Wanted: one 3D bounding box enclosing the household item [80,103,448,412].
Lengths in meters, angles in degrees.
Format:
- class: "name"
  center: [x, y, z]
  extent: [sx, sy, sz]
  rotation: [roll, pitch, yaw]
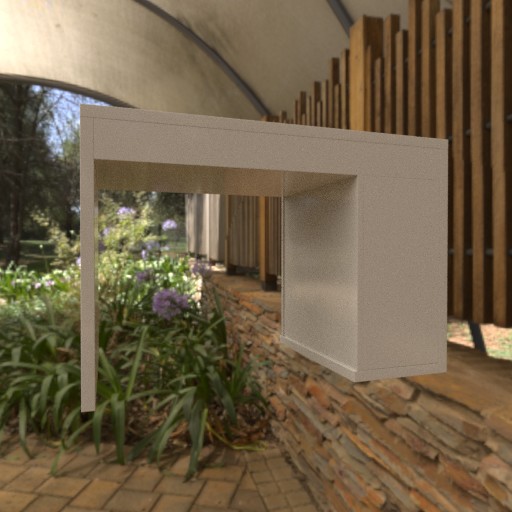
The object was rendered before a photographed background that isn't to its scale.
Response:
- class: "household item"
  center: [0.000, 0.000, 1.532]
  extent: [1.100, 0.749, 0.597]
  rotation: [0, 1, -19]
